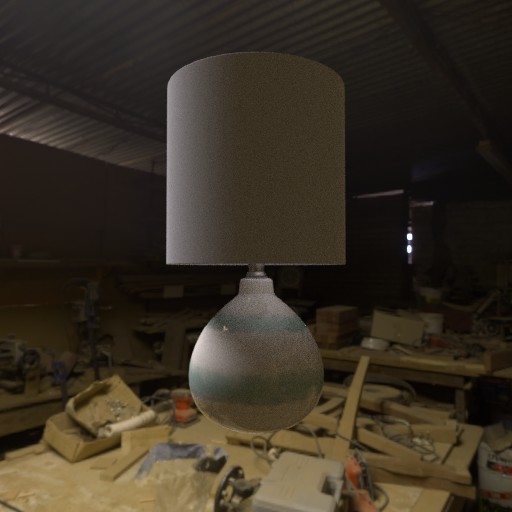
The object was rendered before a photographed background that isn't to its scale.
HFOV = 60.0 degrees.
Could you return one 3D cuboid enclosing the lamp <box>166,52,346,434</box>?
[{"bbox_3d":[0.000,0.000,0.547,0.217,0.404,0.217,-1,-2,36],"label":"lamp"}]
